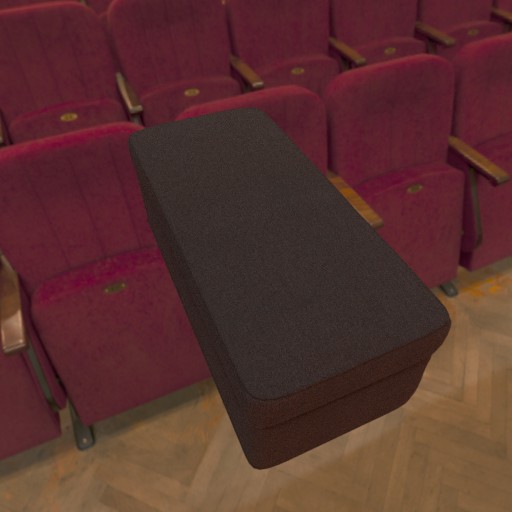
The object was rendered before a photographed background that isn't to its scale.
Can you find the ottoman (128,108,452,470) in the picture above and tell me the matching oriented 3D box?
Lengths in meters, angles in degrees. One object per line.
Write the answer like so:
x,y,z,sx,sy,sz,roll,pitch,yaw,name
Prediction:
0.000,0.000,1.397,0.515,0.460,1.110,-18,49,-16,ottoman
